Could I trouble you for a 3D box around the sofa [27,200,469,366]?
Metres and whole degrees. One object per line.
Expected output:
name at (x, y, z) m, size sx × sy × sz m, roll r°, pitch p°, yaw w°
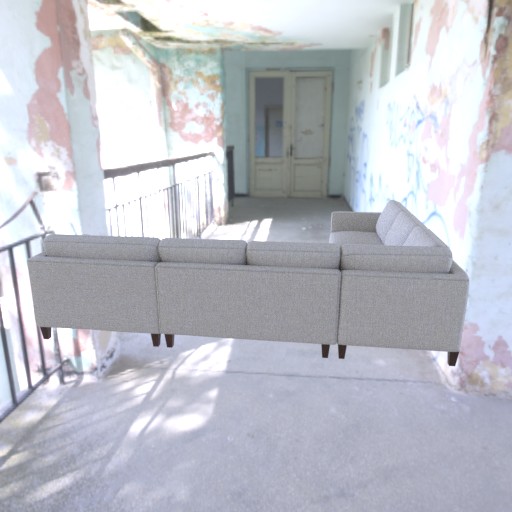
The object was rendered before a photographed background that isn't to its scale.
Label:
sofa at (0.000, 0.000, 4.560) m, size 3.403 × 0.889 × 2.551 m, roll 2°, pitch 16°, yaw 8°
